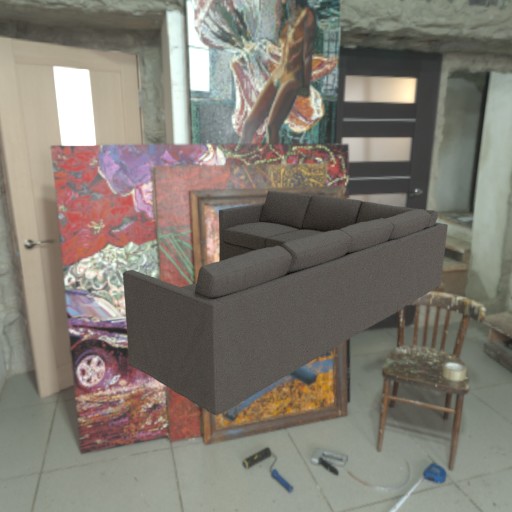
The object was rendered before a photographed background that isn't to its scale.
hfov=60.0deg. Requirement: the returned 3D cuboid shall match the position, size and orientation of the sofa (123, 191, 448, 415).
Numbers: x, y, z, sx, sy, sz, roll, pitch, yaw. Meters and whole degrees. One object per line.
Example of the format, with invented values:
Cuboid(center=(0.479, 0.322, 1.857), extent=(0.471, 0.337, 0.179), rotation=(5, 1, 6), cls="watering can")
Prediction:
Cuboid(center=(0.000, 0.000, 4.290), extent=(2.432, 0.871, 3.182), rotation=(14, 20, 42), cls="sofa")
